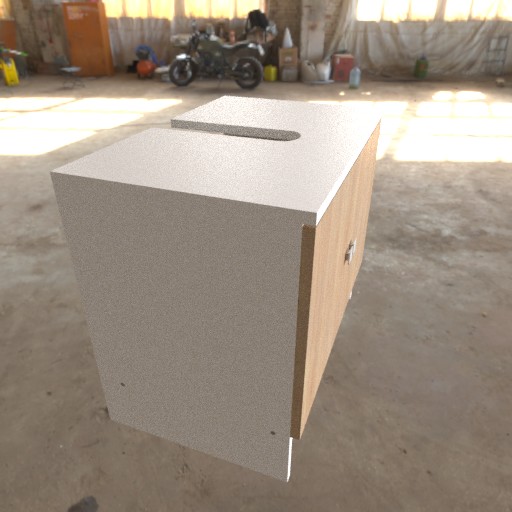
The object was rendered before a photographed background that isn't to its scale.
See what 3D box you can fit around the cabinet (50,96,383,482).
[{"bbox_3d":[0.000,0.000,0.942,0.400,0.522,0.600,11,32,18],"label":"cabinet"}]
